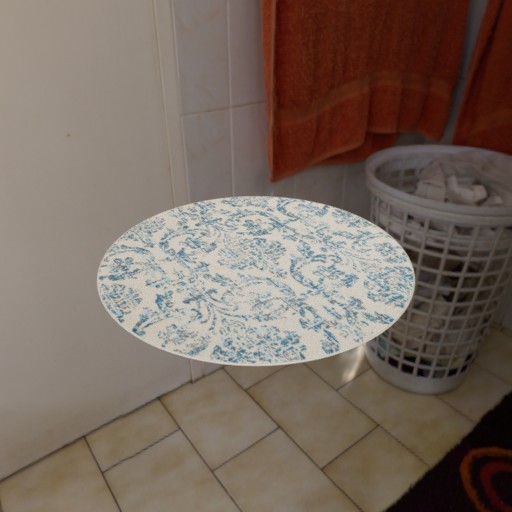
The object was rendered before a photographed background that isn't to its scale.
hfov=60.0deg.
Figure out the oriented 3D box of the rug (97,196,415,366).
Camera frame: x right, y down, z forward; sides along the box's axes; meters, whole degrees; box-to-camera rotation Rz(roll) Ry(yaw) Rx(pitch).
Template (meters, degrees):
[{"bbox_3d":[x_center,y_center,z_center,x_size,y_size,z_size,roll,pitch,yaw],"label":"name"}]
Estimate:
[{"bbox_3d":[0.000,0.000,2.322,1.593,0.012,1.593,0,31,0],"label":"rug"}]
